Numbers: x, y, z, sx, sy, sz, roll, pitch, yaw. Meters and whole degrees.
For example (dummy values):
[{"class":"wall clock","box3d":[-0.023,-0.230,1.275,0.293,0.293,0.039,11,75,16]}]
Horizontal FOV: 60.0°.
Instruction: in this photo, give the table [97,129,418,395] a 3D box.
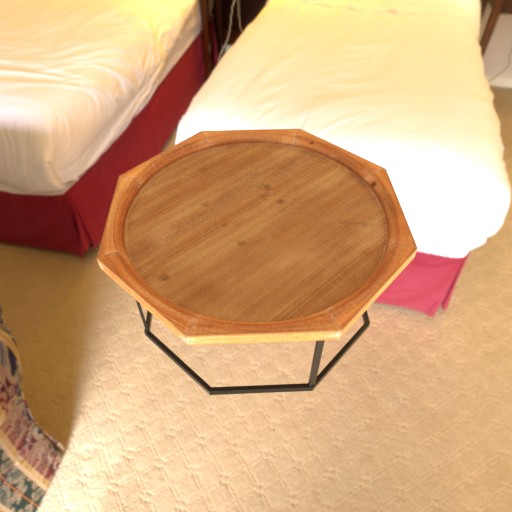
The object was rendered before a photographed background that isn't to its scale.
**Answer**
[{"class":"table","box3d":[0.000,0.000,1.567,1.002,0.444,1.002,0,47,0]}]
